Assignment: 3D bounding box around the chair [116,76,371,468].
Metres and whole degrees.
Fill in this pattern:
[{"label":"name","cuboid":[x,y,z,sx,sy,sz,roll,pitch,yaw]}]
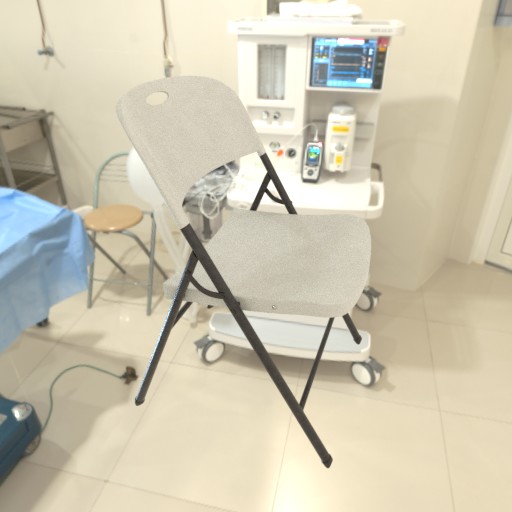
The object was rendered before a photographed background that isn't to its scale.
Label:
[{"label":"chair","cuboid":[0.000,0.000,1.140,0.566,0.810,0.494,11,33,17]}]
